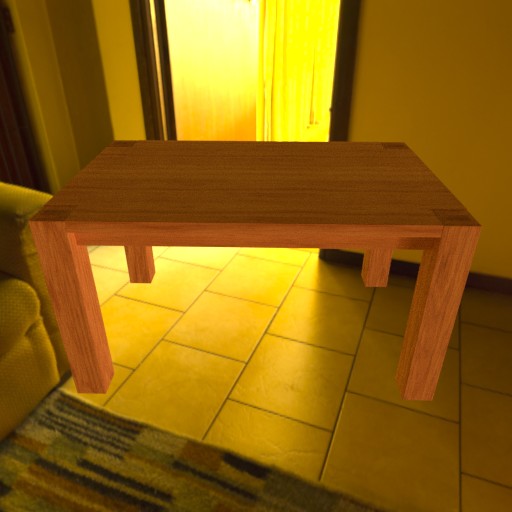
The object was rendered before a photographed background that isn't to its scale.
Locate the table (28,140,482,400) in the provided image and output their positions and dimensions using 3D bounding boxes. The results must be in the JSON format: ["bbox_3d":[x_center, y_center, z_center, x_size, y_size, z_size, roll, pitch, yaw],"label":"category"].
[{"bbox_3d":[0.000,0.000,1.941,1.400,0.760,0.900,1,30,1],"label":"table"}]
